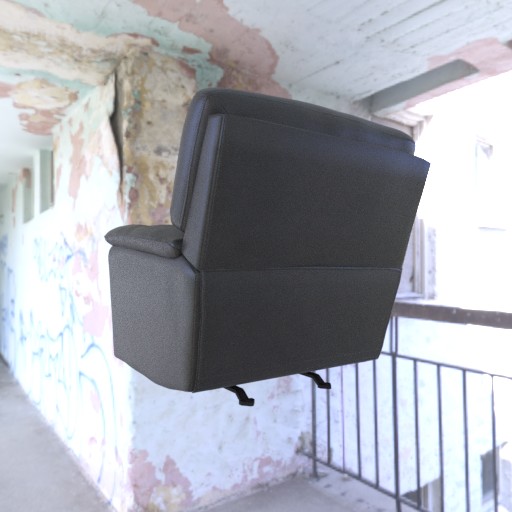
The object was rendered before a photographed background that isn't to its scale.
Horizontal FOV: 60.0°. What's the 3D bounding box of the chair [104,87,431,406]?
[{"bbox_3d":[0.000,0.000,1.972,1.096,1.109,1.087,1,-1,-35],"label":"chair"}]
